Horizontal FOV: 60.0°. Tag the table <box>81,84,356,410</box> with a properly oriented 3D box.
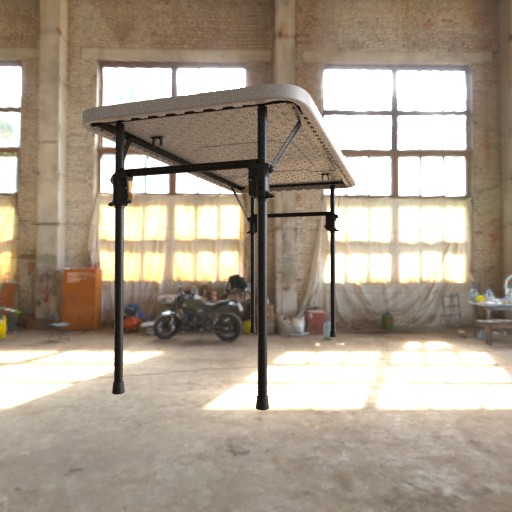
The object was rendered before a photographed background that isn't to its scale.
[{"bbox_3d":[0.000,0.000,1.608,0.610,0.729,1.219,0,-1,18],"label":"table"}]
